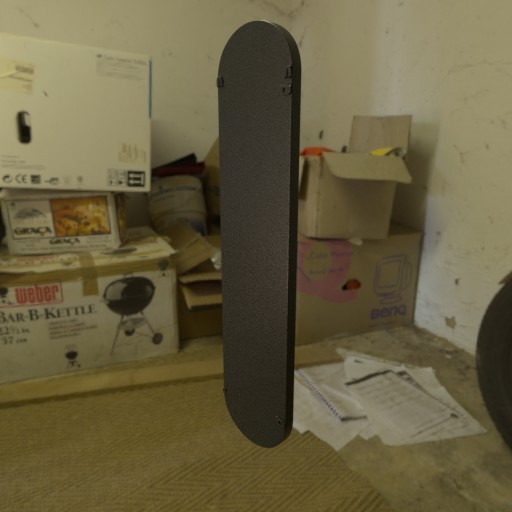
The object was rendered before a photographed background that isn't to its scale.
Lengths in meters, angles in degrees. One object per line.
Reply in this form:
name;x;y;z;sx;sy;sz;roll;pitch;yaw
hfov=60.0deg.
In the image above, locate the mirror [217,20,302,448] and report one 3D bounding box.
mirror;0.000;0.000;1.031;0.032;0.991;0.222;-14;20;-43
